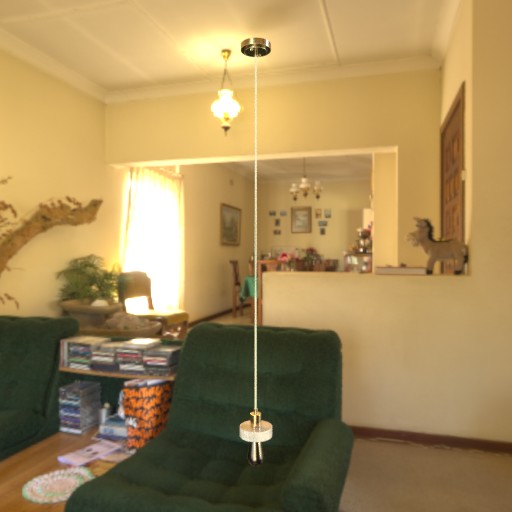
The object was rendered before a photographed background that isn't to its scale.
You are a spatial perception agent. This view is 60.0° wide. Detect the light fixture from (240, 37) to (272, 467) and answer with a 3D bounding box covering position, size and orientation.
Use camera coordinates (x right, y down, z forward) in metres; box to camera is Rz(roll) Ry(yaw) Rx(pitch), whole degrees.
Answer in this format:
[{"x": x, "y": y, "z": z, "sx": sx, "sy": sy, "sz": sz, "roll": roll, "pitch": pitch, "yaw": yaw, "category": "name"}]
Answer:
[{"x": 0.000, "y": 0.000, "z": 1.758, "sx": 0.129, "sy": 1.669, "sz": 0.129, "roll": 0, "pitch": 0, "yaw": 0, "category": "light fixture"}]
